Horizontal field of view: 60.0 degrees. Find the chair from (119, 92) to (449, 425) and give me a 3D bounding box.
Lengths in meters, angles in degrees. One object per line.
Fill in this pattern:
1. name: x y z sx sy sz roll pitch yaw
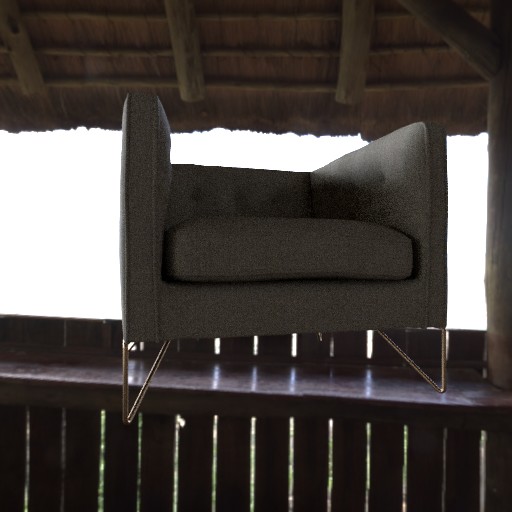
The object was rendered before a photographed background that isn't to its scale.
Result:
1. chair: 0.000 0.000 1.569 0.920 0.799 0.912 0 0 -16
